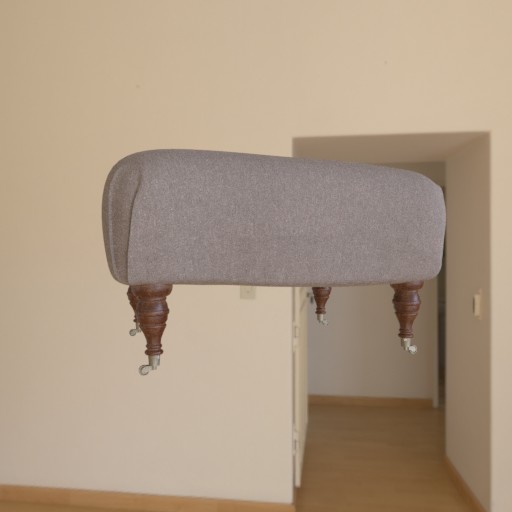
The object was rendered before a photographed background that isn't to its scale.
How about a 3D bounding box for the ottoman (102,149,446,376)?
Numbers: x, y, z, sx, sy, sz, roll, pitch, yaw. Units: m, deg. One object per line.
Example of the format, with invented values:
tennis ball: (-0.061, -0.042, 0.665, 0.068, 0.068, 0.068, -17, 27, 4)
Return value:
ottoman: (0.000, 0.000, 1.141, 0.747, 0.450, 0.622, 0, 0, -18)
